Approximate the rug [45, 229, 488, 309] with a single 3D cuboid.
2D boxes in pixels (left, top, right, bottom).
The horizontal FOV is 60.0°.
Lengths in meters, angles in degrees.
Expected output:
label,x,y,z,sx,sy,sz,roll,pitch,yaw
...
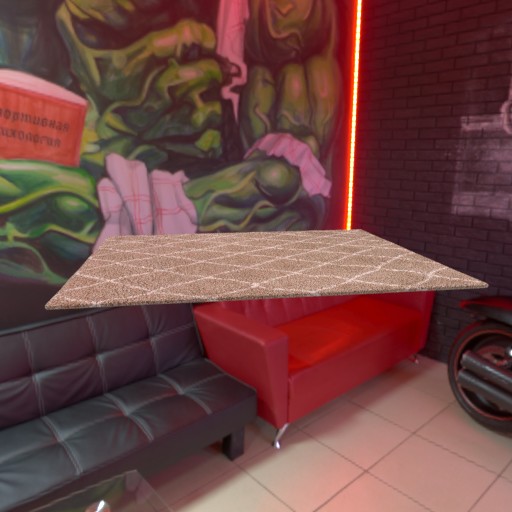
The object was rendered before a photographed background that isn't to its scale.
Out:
label,x,y,z,sx,sy,sz,roll,pitch,yaw
rug,0.000,0.000,4.144,3.047,0.029,2.438,-2,13,-9
